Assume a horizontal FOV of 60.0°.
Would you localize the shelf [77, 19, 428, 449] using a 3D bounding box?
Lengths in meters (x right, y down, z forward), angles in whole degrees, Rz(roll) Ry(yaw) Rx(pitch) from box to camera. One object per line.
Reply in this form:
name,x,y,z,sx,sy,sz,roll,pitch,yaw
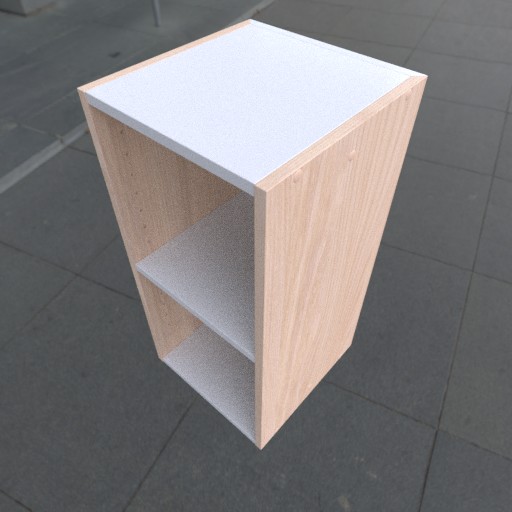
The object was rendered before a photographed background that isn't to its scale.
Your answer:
shelf,0.000,0.000,0.735,0.290,0.594,0.297,33,55,27
